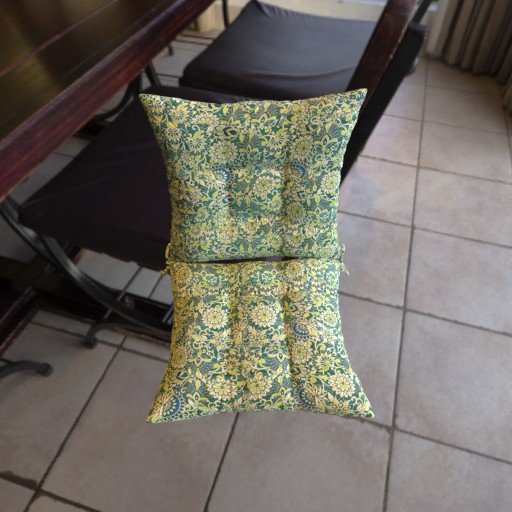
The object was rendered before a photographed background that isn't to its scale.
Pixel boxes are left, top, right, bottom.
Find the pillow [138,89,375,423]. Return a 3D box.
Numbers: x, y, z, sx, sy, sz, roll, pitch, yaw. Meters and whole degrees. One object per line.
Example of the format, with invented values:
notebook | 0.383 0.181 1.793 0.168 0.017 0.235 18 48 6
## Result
pillow | 0.000 0.000 1.002 0.541 0.536 0.585 -1 48 -1
